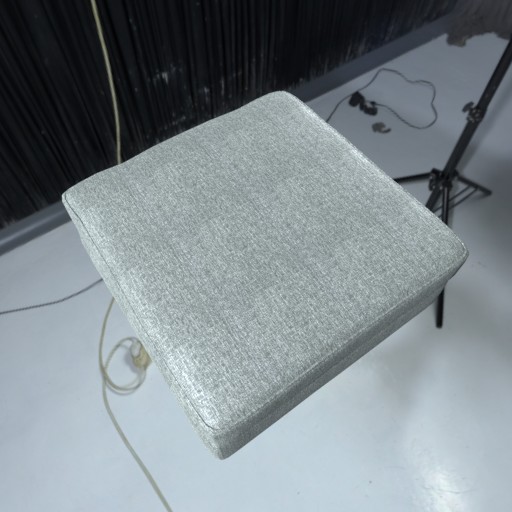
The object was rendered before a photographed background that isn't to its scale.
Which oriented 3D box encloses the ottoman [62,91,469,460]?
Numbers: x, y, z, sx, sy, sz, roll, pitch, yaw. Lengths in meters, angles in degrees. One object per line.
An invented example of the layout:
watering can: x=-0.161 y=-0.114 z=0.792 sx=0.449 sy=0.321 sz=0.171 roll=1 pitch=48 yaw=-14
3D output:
ottoman: x=0.000 y=0.000 z=1.366 sx=0.838 sy=0.481 sz=0.838 roll=-31 pitch=63 yaw=-18
